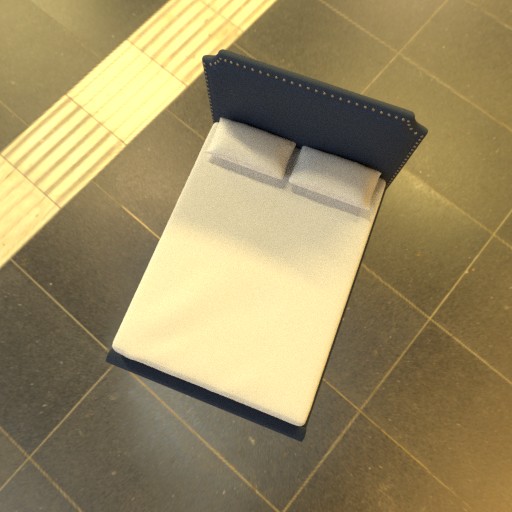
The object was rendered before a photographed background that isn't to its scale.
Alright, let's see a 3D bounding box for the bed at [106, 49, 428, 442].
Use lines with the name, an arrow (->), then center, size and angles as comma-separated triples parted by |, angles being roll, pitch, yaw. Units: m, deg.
bed -> 0.000, 0.000, 3.483 | 1.712, 1.443, 2.372 | 20, 76, 5
